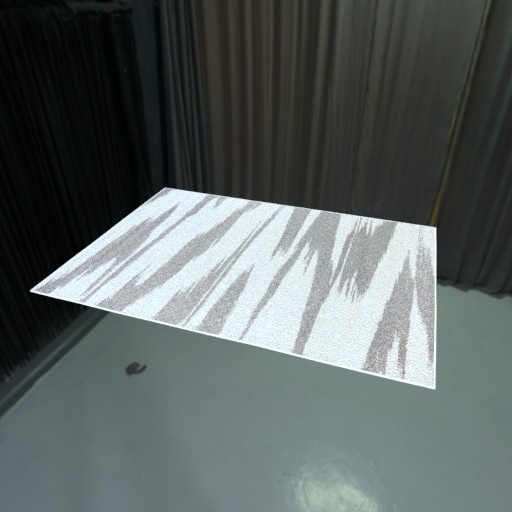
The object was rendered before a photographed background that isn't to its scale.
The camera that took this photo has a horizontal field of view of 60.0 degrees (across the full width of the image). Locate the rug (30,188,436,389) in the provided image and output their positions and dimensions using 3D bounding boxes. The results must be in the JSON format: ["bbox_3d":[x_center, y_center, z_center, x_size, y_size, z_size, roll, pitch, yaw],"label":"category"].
[{"bbox_3d":[0.000,0.000,2.783,2.142,0.010,1.533,10,33,16],"label":"rug"}]
